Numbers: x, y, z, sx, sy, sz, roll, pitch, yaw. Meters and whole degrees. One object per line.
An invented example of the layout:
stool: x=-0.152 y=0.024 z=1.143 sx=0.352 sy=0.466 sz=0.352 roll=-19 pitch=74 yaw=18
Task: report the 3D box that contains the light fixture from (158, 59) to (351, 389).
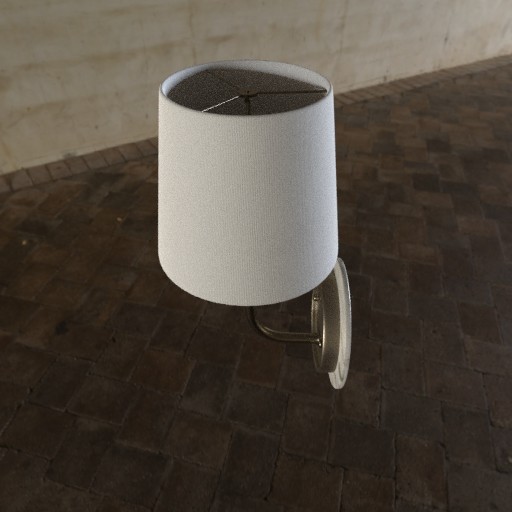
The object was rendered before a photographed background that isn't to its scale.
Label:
light fixture: x=0.000 y=0.000 z=0.442 sx=0.188 sy=0.337 sz=0.168 roll=1 pitch=40 yaw=1
